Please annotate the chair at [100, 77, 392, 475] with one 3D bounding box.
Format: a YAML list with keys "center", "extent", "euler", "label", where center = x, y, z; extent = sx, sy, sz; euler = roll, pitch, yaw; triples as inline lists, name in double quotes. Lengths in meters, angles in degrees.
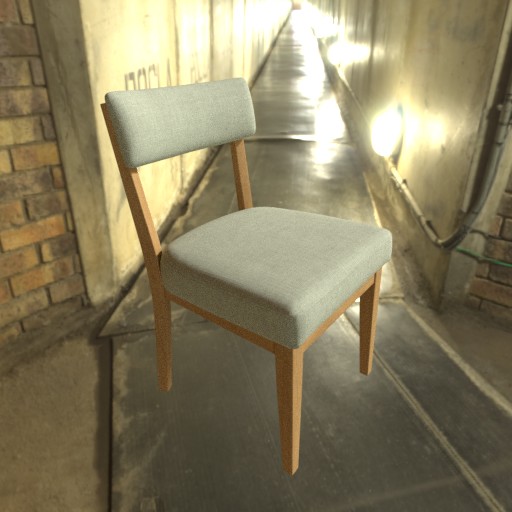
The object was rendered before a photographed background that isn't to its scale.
- center: [0.000, 0.000, 1.176]
  extent: [0.572, 0.832, 0.508]
  euler: [18, 32, 32]
  label: "chair"
